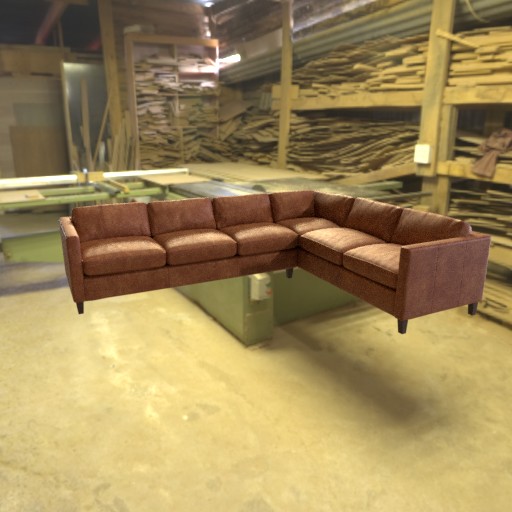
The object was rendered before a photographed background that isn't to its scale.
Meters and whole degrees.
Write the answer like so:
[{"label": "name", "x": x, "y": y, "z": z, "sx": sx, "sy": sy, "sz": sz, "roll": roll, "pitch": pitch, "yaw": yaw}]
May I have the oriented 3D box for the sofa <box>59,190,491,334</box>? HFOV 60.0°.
[{"label": "sofa", "x": 0.000, "y": 0.000, "z": 4.088, "sx": 3.167, "sy": 0.838, "sz": 2.438, "roll": -8, "pitch": 18, "yaw": -25}]
